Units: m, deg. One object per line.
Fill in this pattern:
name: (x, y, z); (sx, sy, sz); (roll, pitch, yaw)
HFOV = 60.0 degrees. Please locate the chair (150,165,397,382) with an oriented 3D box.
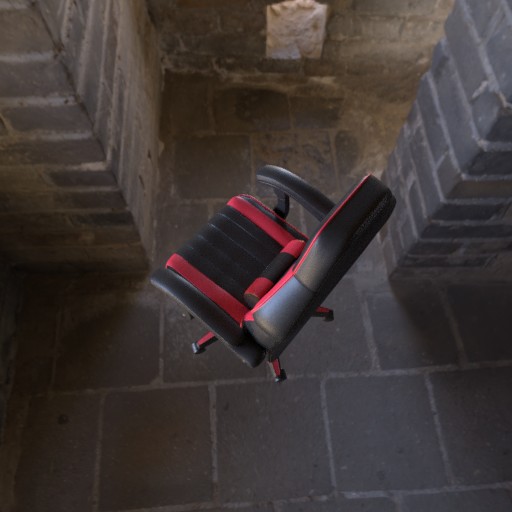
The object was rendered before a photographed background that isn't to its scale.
chair: (0.000, 0.000, 1.658); (0.700, 1.220, 0.700); (36, 68, 17)
